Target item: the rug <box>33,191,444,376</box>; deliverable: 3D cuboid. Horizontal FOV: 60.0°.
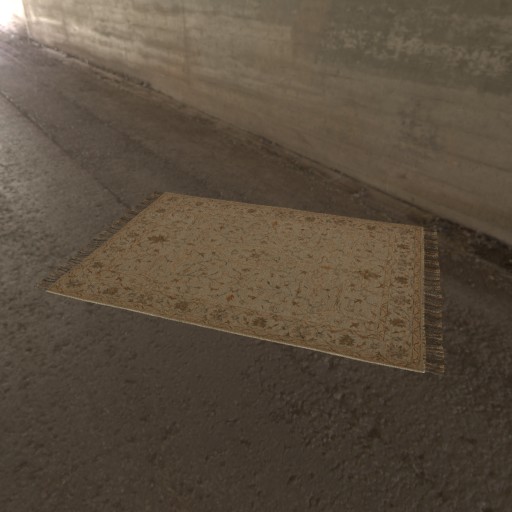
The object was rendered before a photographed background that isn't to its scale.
[{"bbox_3d":[0.000,0.000,2.364,1.861,0.017,1.218,9,33,15],"label":"rug"}]
